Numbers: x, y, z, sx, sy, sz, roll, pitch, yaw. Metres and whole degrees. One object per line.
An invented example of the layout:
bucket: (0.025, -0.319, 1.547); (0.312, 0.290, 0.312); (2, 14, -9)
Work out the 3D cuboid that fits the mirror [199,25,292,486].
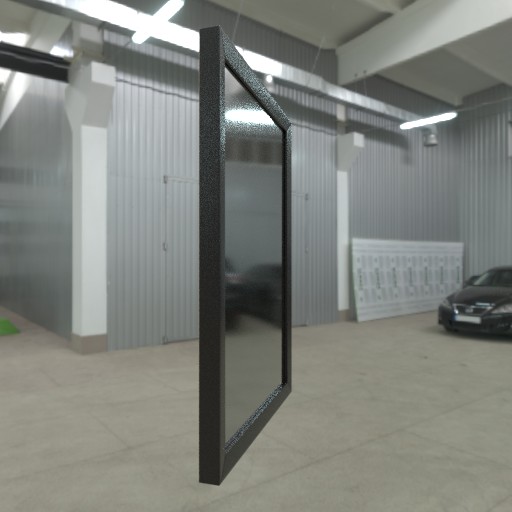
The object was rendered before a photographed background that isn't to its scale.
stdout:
mirror: (0.000, 0.000, 0.931); (0.040, 0.710, 0.507); (0, 0, 17)
